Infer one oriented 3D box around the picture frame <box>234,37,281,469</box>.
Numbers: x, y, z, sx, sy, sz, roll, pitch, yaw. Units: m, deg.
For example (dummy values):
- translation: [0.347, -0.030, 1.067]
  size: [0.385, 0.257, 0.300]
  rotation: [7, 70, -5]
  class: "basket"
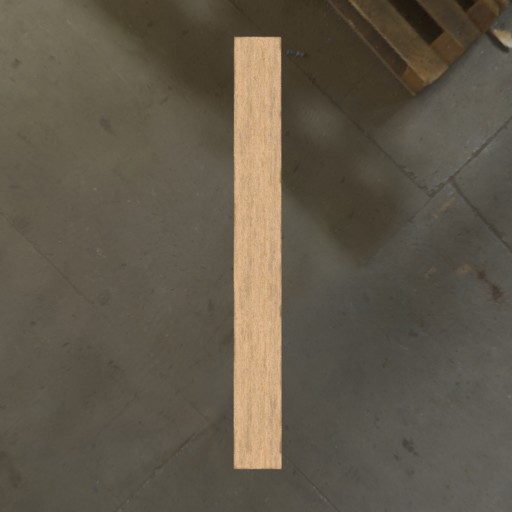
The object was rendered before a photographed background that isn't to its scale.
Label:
- translation: [0.000, 0.000, 0.695]
  size: [0.046, 0.526, 0.421]
  rotation: [0, 89, 0]
  class: "picture frame"
